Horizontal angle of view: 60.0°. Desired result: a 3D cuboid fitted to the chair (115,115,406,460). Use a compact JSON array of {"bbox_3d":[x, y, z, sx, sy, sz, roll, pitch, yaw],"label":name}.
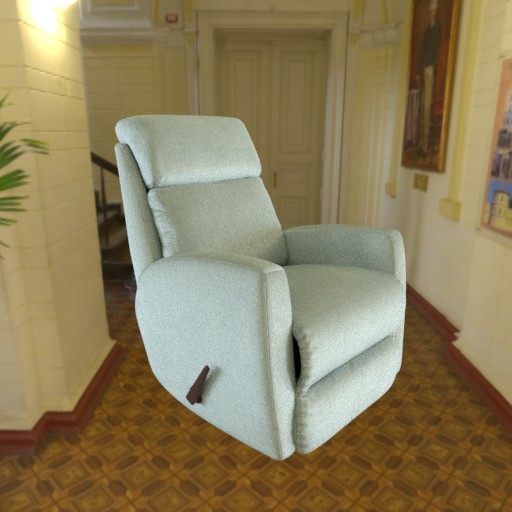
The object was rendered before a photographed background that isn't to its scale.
[{"bbox_3d":[0.000,0.000,1.646,0.940,1.013,0.812,15,21,42],"label":"chair"}]
